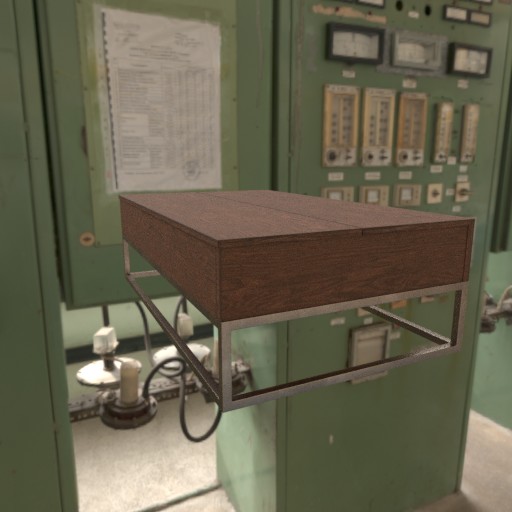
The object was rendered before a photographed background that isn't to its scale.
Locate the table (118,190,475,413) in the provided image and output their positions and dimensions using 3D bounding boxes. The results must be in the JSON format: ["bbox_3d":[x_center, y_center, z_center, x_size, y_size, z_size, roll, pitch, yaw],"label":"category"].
[{"bbox_3d":[0.000,0.000,1.534,0.719,0.361,1.167,-6,14,-25],"label":"table"}]
